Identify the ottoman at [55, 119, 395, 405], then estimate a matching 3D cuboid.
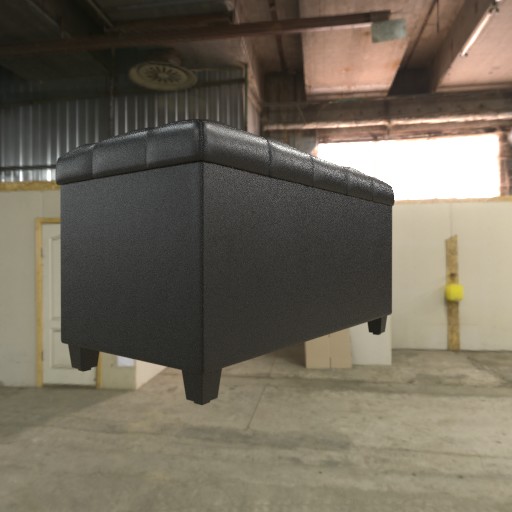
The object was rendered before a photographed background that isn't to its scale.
[{"bbox_3d":[0.000,0.000,1.118,0.432,0.470,0.838,0,1,37],"label":"ottoman"}]
